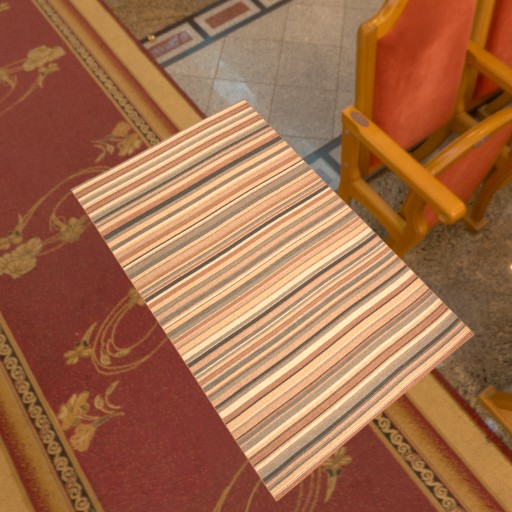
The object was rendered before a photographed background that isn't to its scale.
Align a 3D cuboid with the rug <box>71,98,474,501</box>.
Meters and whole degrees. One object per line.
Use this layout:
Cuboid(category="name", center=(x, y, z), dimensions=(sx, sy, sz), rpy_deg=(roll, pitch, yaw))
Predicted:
Cuboid(category="rug", center=(0.000, 0.000, 2.947), dimensions=(1.523, 0.014, 2.438), rpy_deg=(-33, 68, -16))
